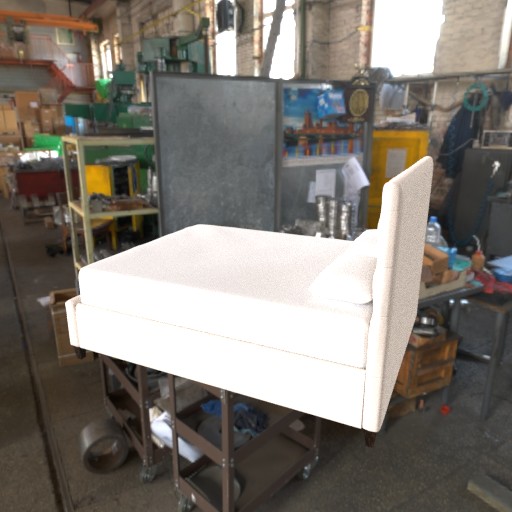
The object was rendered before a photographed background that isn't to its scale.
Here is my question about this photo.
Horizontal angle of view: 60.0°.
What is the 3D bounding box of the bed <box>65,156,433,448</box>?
[{"bbox_3d":[0.000,0.000,3.331,2.233,1.426,1.696,8,19,24],"label":"bed"}]
